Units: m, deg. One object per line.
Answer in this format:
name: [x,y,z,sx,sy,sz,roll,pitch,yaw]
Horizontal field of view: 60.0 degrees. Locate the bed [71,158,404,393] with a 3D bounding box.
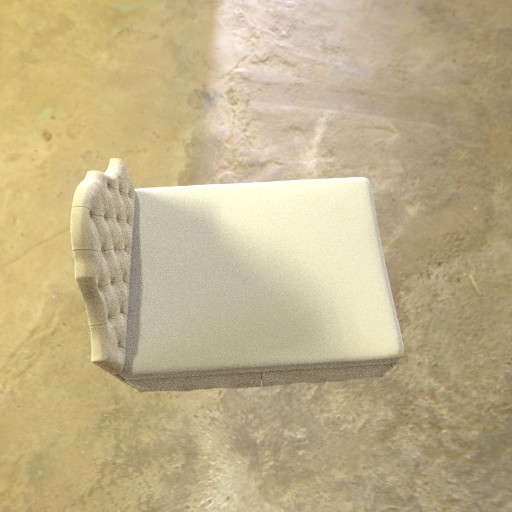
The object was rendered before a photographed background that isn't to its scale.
bed: [0.000,0.000,3.241,2.092,1.575,1.627,-3,65,-1]
